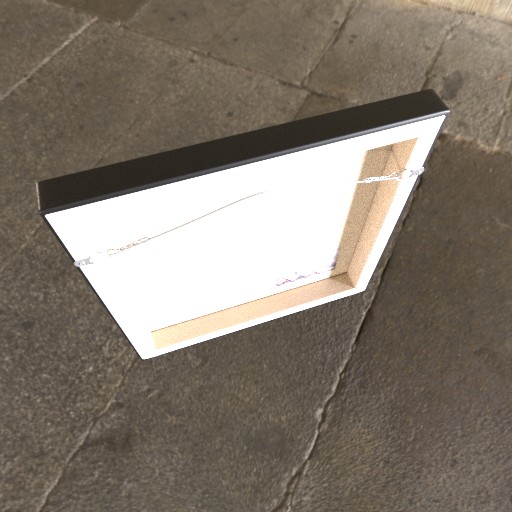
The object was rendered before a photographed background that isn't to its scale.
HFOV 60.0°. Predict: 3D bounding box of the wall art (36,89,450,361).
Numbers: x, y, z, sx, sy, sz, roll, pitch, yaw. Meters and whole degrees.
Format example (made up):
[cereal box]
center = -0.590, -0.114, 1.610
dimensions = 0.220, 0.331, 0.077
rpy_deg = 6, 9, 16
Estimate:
[wall art]
center = 0.000, 0.000, 0.595
dimensions = 0.406, 0.407, 0.041
rpy_deg = -16, 60, -9
